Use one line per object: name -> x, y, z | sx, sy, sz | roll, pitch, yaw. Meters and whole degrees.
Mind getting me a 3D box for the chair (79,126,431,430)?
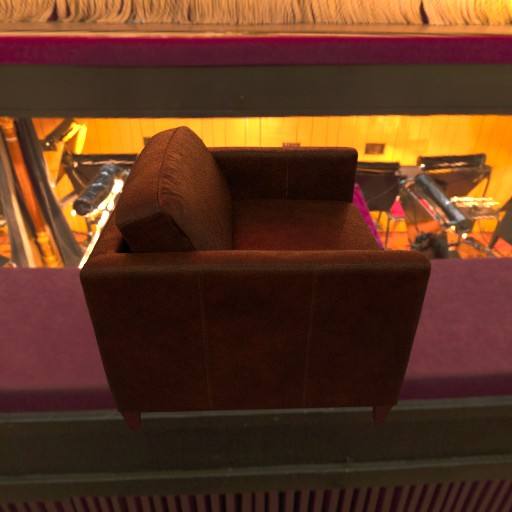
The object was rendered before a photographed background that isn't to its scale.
chair -> 0.000, 0.000, 1.736 | 0.975, 0.864, 0.990 | -1, 32, -2
